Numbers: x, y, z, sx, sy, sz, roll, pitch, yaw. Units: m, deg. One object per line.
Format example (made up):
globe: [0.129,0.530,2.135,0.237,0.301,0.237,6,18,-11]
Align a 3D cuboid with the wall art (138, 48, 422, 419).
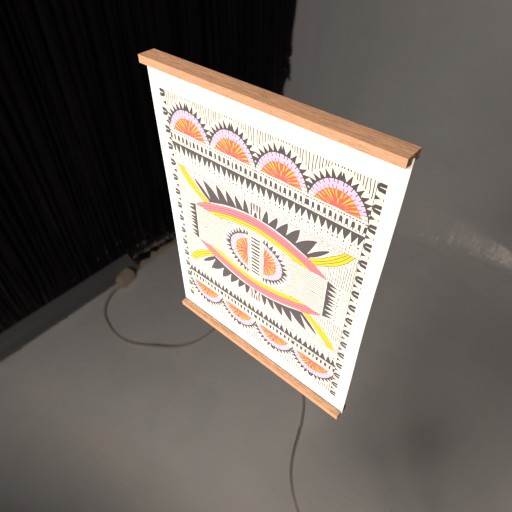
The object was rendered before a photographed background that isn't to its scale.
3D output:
wall art: [0.000,0.000,0.697,0.403,0.527,0.028,31,52,28]
